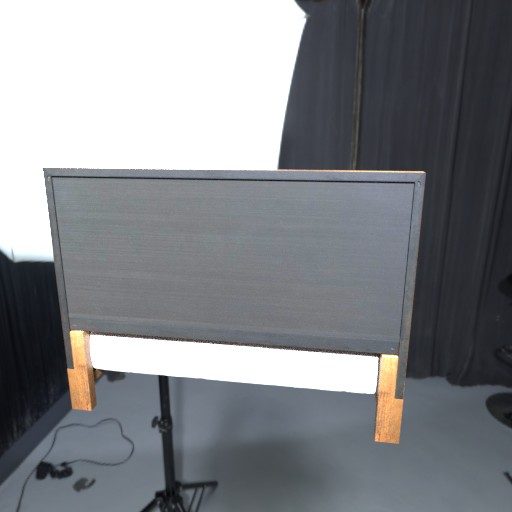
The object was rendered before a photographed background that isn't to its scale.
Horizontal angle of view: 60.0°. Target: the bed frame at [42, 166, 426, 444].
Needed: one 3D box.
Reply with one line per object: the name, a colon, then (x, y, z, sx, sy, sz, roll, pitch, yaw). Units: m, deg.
bed frame: (0.000, 0.000, 3.566, 2.038, 1.537, 2.235, 3, 16, 9)
